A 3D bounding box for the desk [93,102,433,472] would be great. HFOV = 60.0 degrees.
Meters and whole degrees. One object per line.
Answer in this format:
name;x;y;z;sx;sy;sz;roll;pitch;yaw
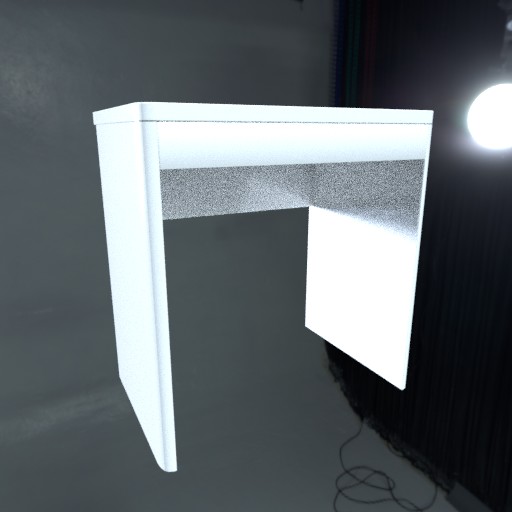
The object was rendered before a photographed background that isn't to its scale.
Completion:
desk;0.000;0.000;1.292;0.762;0.800;0.549;-8;18;-27
